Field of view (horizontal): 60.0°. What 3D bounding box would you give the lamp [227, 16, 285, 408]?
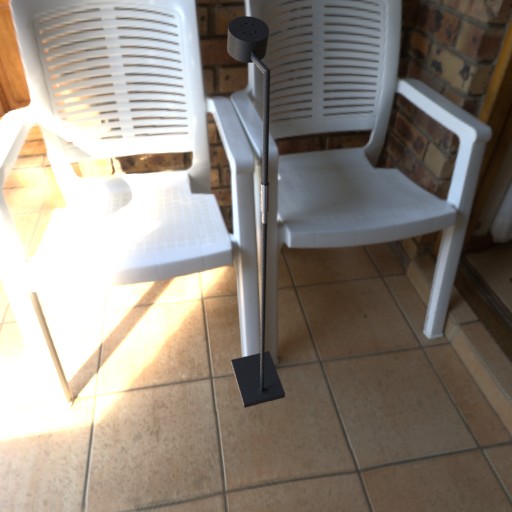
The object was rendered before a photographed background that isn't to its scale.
[{"bbox_3d":[0.000,0.000,1.699,0.203,1.600,0.304,-11,42,-12],"label":"lamp"}]
